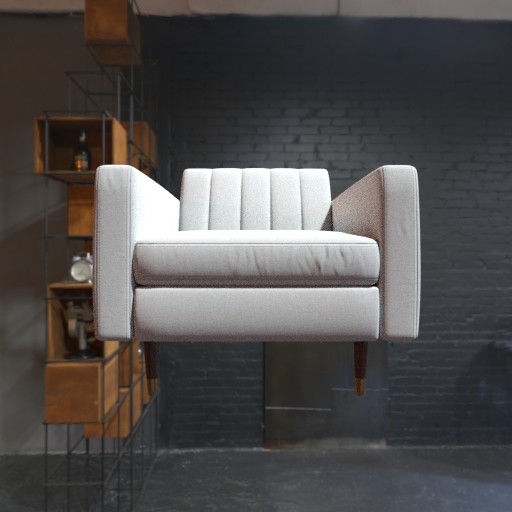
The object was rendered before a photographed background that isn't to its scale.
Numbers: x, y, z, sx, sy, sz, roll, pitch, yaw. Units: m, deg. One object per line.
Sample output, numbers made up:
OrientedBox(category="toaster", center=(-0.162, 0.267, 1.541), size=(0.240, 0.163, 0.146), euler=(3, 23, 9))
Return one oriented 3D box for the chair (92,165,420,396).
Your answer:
OrientedBox(category="chair", center=(0.000, 0.000, 1.707), size=(0.953, 0.819, 0.998), euler=(0, 0, 0))
